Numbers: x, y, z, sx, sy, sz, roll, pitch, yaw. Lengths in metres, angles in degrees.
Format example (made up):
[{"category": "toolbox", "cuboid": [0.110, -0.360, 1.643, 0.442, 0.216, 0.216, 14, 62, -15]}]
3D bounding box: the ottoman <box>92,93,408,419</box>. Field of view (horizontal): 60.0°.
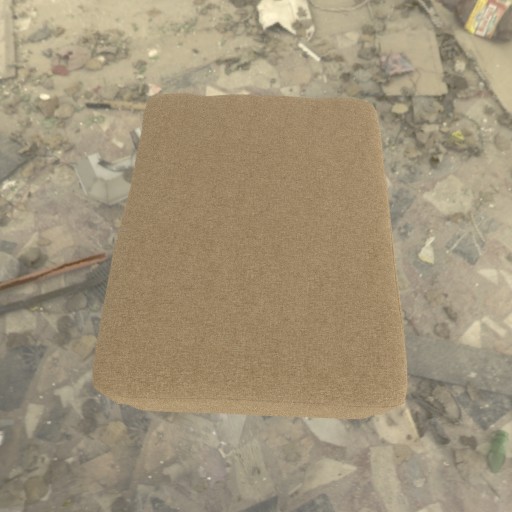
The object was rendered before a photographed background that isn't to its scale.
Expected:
[{"category": "ottoman", "cuboid": [0.000, 0.000, 1.297, 0.692, 0.511, 0.889, 2, 63, 1]}]
